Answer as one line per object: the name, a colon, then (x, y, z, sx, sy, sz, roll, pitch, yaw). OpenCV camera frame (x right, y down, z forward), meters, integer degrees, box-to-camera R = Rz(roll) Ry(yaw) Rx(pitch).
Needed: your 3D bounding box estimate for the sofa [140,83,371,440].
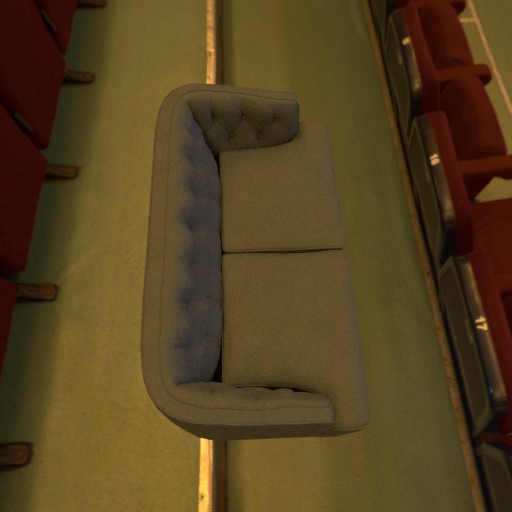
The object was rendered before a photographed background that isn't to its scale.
sofa: (0.000, 0.000, 2.284, 0.941, 0.855, 1.733, -2, 64, -1)
